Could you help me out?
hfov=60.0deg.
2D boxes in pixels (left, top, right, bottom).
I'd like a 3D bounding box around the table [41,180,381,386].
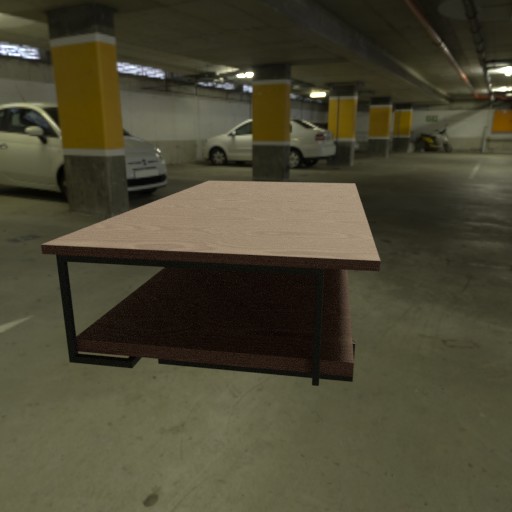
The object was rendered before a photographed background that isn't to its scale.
[{"bbox_3d":[0.000,0.000,1.434,0.651,0.347,1.197,3,16,10],"label":"table"}]
